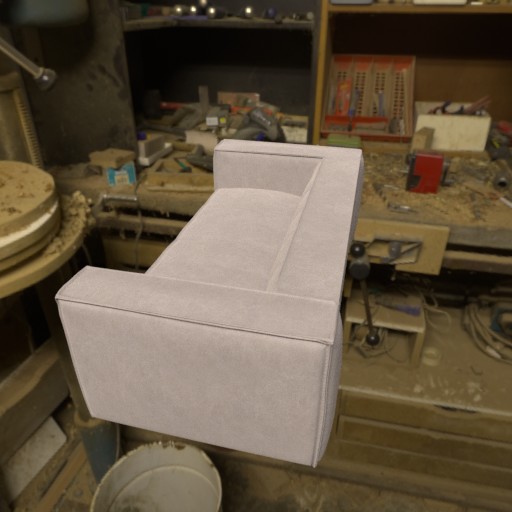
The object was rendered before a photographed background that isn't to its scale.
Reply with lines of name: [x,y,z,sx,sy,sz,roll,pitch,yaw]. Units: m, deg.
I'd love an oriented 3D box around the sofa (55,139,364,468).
sofa: [0.000,0.000,2.417,1.038,0.680,1.995,7,32,12]
